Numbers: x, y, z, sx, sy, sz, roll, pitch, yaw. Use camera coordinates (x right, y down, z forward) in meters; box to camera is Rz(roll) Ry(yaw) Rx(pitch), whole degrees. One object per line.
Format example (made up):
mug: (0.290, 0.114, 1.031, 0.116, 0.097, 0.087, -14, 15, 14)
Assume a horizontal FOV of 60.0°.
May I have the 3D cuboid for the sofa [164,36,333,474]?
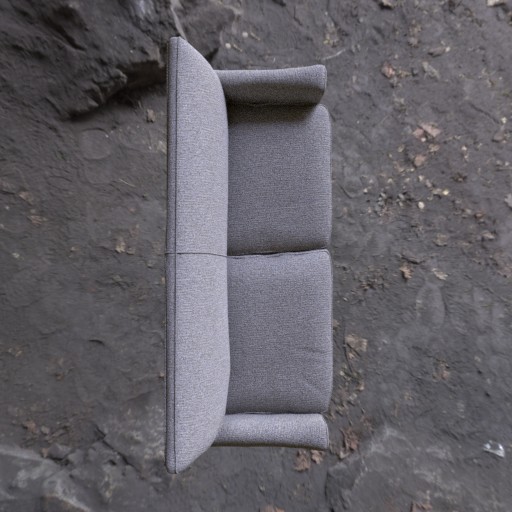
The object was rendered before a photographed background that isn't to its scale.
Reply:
sofa: (0.000, 0.000, 2.467, 0.854, 0.942, 2.026, 0, 88, -1)
